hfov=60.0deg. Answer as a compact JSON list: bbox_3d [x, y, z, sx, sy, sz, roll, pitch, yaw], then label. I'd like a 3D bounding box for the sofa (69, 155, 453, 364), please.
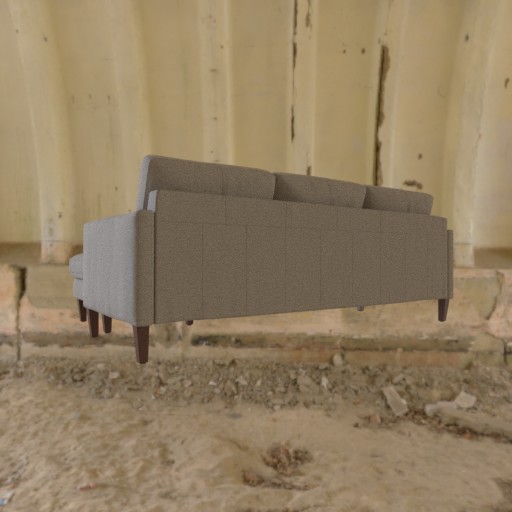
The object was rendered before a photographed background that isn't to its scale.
[{"bbox_3d":[0.000,0.000,2.937,2.178,0.875,1.506,0,0,-35],"label":"sofa"}]
